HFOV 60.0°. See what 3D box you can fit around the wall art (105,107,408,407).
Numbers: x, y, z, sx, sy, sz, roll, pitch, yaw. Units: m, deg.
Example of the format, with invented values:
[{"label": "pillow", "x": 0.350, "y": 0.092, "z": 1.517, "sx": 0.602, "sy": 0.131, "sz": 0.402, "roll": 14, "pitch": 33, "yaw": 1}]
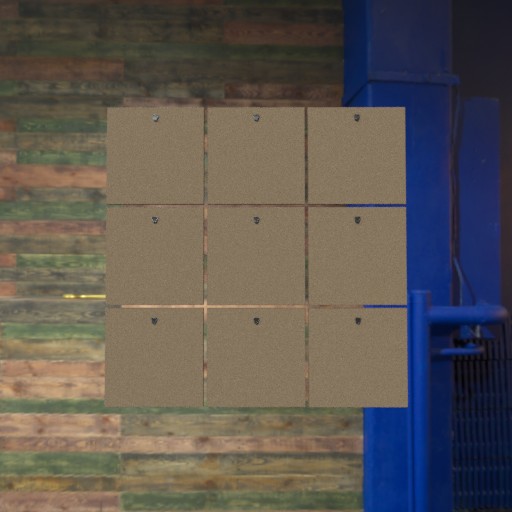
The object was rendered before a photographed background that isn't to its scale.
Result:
[{"label": "wall art", "x": 0.000, "y": 0.000, "z": 1.339, "sx": 0.906, "sy": 0.904, "sz": 0.018, "roll": 0, "pitch": -2, "yaw": 0}]
